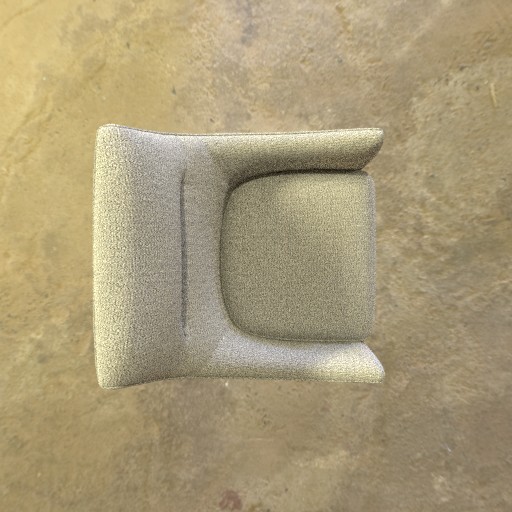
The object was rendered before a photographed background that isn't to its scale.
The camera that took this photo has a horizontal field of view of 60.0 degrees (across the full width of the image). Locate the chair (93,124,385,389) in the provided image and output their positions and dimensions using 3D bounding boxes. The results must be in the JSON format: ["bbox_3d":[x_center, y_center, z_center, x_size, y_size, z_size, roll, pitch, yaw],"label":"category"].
[{"bbox_3d":[0.000,0.000,1.431,0.787,0.838,0.762,0,90,-1],"label":"chair"}]
